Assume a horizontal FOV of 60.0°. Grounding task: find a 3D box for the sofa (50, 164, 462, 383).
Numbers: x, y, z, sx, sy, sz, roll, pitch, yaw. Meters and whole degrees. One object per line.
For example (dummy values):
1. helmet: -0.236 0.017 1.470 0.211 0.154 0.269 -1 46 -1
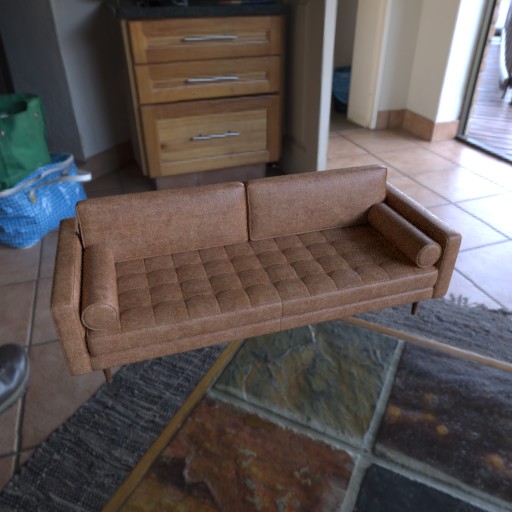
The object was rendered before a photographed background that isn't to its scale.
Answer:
1. sofa: 0.000 0.000 2.666 2.200 0.770 0.919 -9 33 -15
